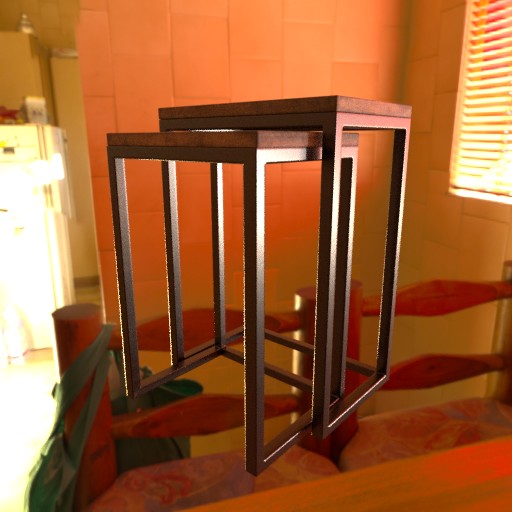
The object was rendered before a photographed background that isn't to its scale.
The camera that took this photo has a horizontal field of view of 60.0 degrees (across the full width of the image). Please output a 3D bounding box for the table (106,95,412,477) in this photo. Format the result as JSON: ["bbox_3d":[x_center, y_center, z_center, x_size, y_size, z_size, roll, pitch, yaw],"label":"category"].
[{"bbox_3d":[0.000,0.000,0.950,0.456,0.615,0.460,13,20,41],"label":"table"}]
